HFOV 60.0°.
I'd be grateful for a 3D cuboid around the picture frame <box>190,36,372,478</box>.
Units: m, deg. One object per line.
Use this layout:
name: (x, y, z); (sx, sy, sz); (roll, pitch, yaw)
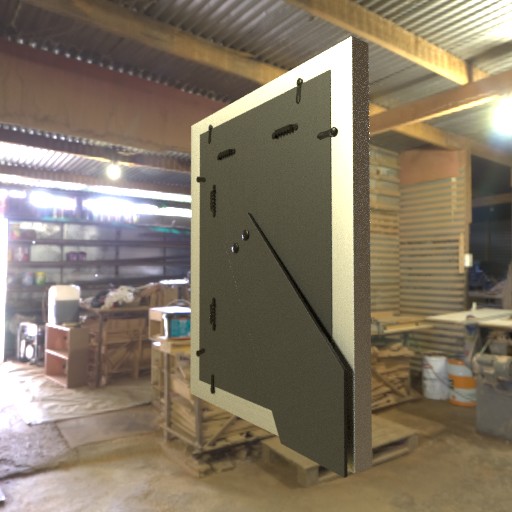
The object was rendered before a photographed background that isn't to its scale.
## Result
picture frame: (0.000, 0.000, 0.518); (0.036, 0.386, 0.307); (1, -2, -36)
